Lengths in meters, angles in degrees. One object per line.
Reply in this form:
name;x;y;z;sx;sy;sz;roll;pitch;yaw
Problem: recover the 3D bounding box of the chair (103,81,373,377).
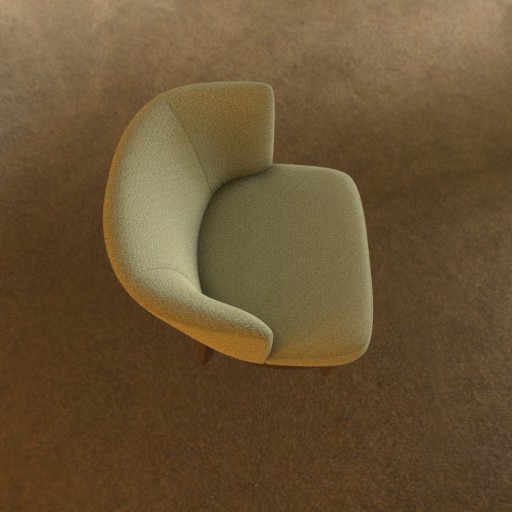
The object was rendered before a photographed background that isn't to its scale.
chair;0.000;0.000;1.313;0.660;0.760;0.700;1;63;1
